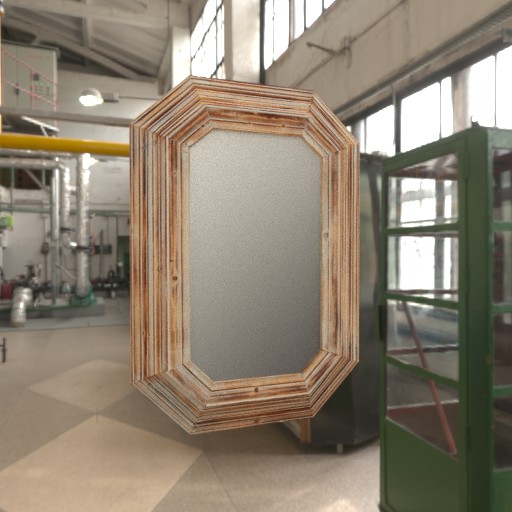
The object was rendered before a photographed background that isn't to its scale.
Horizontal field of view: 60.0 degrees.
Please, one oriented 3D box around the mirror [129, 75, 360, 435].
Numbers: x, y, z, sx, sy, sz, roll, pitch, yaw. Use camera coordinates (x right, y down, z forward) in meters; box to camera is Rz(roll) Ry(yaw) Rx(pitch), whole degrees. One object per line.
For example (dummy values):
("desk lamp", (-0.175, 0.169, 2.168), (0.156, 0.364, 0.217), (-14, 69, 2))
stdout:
("mirror", (0.000, 0.000, 1.301), (0.709, 1.015, 0.061), (0, 1, -19))
